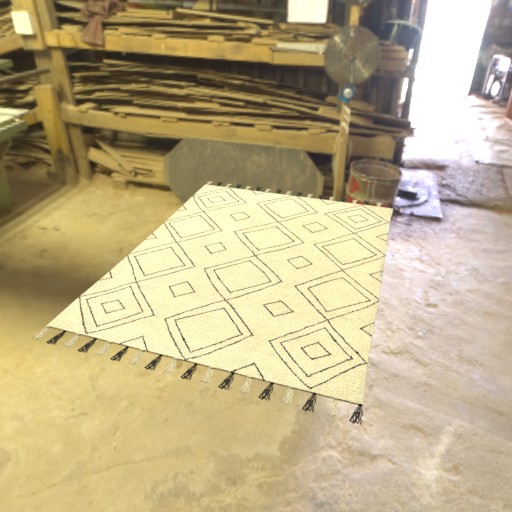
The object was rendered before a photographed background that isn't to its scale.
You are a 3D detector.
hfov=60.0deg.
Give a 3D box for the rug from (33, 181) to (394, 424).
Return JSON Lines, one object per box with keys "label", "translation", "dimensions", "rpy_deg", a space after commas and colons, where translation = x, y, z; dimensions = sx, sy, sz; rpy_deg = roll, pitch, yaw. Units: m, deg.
{"label": "rug", "translation": [0.000, 0.000, 4.183], "dimensions": [2.342, 0.026, 3.221], "rpy_deg": [10, 33, 16]}
